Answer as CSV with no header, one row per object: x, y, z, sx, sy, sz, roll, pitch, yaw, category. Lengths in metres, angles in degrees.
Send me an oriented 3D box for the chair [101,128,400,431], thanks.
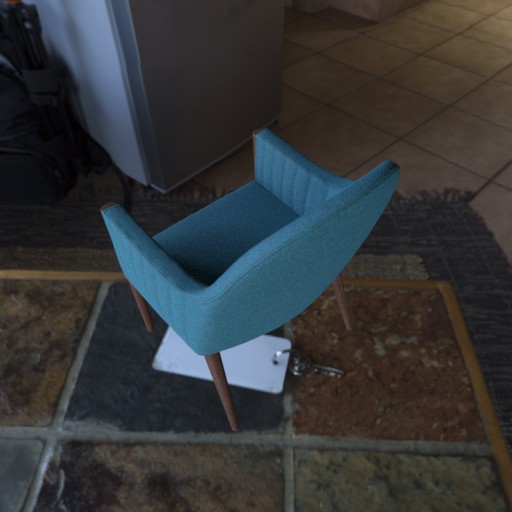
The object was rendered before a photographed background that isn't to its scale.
0.000,0.000,1.366,0.656,0.907,0.652,-34,56,-26,chair
